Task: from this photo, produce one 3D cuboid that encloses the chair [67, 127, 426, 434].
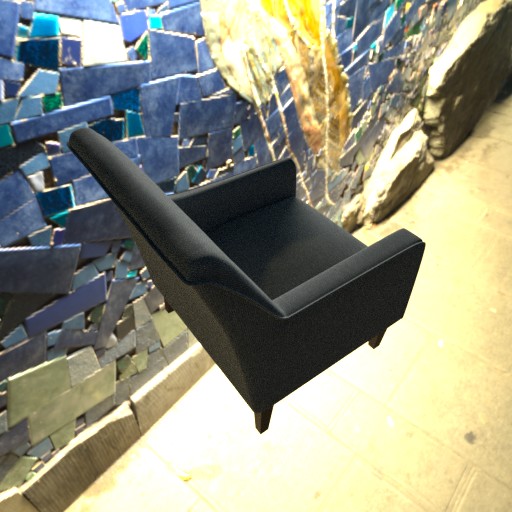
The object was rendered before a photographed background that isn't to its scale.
[{"bbox_3d":[0.000,0.000,1.602,0.899,0.919,0.780,-26,48,-26],"label":"chair"}]
